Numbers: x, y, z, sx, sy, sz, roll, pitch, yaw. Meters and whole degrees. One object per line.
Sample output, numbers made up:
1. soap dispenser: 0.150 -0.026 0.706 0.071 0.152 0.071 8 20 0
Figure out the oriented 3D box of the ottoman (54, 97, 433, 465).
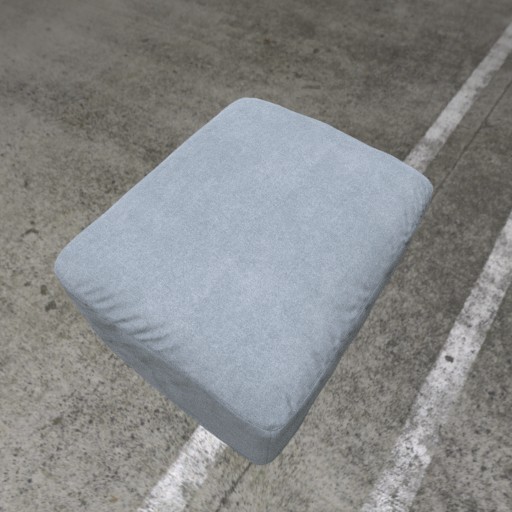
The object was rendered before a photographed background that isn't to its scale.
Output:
1. ottoman: 0.000 0.000 1.242 0.683 0.481 0.837 31 62 18
